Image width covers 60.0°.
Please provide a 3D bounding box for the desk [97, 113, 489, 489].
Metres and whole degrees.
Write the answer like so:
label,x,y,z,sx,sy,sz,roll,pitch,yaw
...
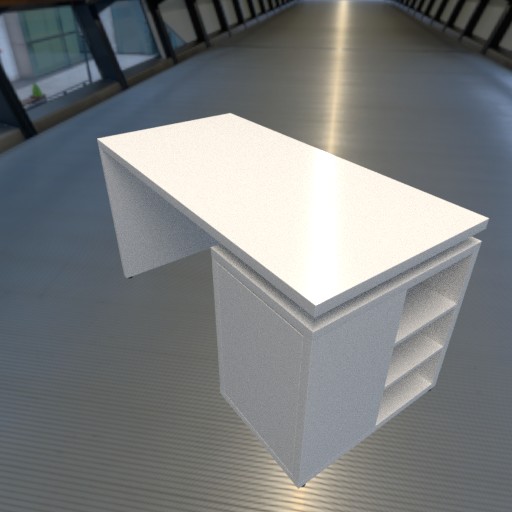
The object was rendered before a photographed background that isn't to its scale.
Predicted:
label,x,y,z,sx,sy,sz,roll,pitch,yaw
desk,0.000,0.000,1.818,0.690,0.740,1.400,-21,39,-29
